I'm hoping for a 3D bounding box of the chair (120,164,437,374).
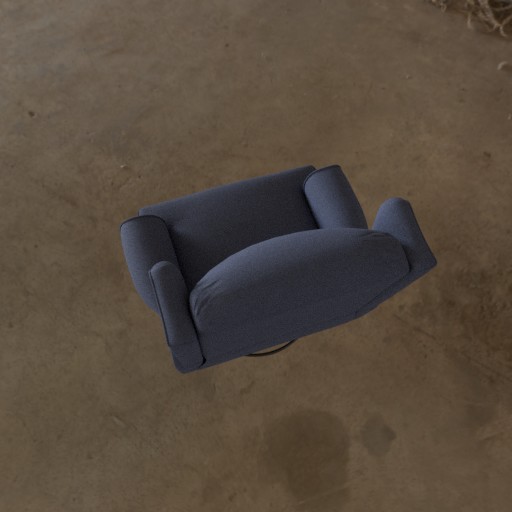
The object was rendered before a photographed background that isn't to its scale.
[{"bbox_3d":[0.000,0.000,1.735,0.971,1.020,0.877,-16,61,-9],"label":"chair"}]
